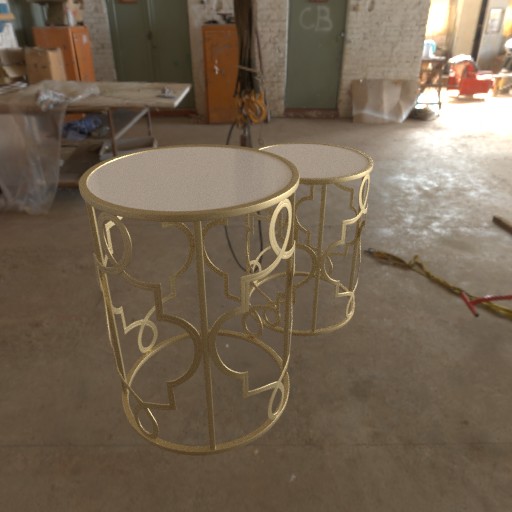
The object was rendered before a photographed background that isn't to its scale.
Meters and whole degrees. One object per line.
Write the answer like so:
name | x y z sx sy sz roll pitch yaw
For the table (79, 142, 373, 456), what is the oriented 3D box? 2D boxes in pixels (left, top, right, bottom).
table | 0.000 0.000 1.156 0.420 0.564 0.846 19 34 31
